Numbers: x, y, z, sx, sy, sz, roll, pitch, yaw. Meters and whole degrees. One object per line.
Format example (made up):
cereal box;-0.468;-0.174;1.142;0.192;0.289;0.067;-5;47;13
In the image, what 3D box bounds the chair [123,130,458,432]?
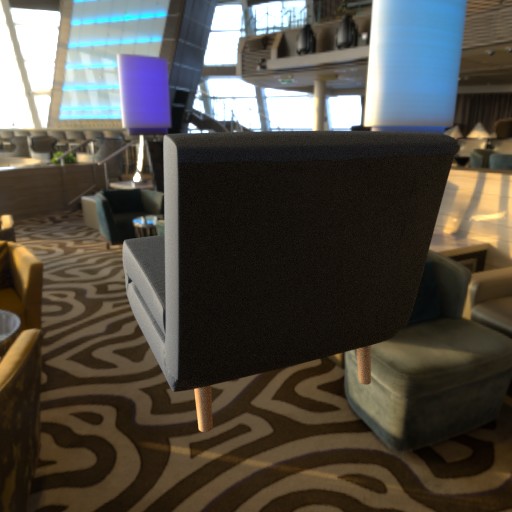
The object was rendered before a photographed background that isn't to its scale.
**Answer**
chair;0.000;0.000;1.481;0.770;0.808;0.900;-7;18;-24
